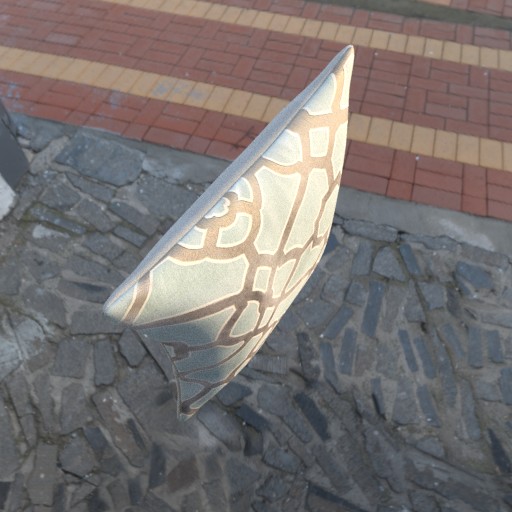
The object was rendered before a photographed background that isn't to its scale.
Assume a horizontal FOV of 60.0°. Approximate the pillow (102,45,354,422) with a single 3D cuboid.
[{"bbox_3d":[0.000,0.000,0.785,0.166,0.508,0.552,30,63,17],"label":"pillow"}]
